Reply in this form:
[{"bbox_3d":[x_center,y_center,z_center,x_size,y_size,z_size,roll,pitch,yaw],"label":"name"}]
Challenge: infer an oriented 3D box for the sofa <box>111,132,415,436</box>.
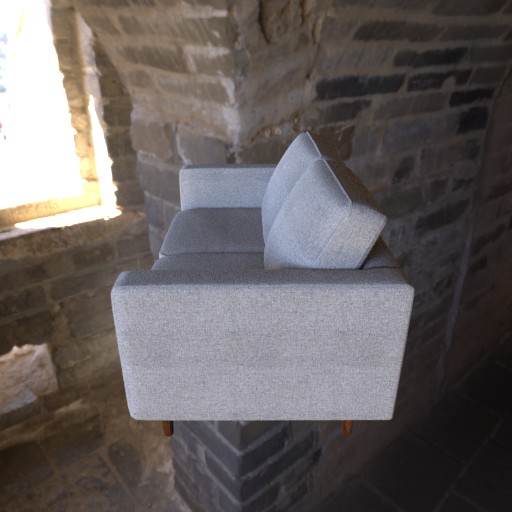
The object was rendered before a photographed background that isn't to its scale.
[{"bbox_3d":[0.000,0.000,2.140,0.969,0.973,1.527,0,26,0],"label":"sofa"}]
